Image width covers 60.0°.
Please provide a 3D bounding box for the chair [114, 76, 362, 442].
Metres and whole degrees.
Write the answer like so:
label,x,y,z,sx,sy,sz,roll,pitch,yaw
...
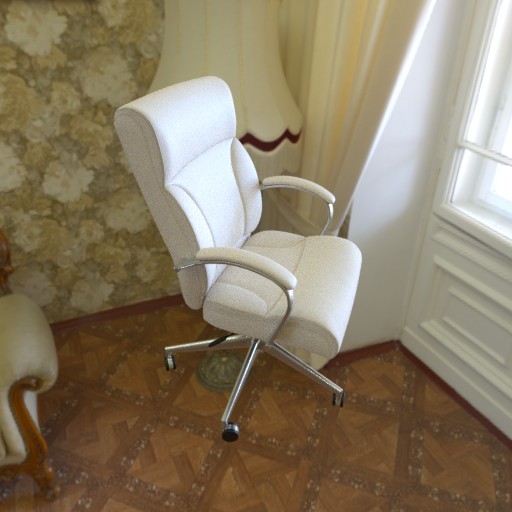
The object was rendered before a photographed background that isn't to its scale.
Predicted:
label,x,y,z,sx,sy,sz,roll,pitch,yaw
chair,0.000,0.000,1.560,0.745,1.099,0.727,10,32,16
